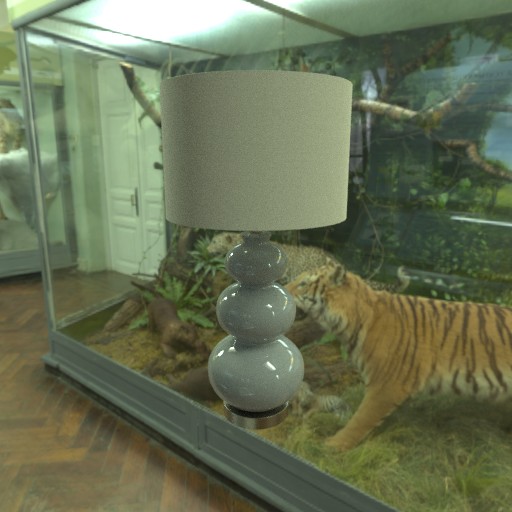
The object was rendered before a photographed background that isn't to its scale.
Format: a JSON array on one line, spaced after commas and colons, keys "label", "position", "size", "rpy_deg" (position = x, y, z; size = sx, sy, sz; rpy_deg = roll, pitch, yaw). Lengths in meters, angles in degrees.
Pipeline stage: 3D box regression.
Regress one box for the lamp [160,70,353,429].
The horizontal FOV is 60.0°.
[{"label": "lamp", "position": [0.000, 0.000, 0.939], "size": [0.367, 0.730, 0.367], "rpy_deg": [2, 13, 9]}]
